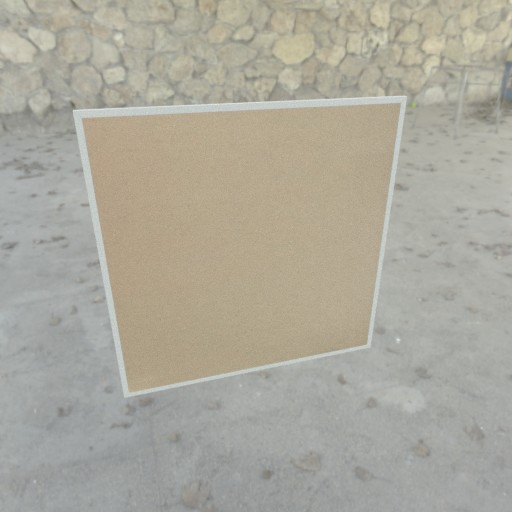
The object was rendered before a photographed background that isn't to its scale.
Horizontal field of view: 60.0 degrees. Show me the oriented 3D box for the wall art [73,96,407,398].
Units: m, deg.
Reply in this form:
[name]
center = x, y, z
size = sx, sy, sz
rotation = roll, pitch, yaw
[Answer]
[wall art]
center = 0.000, 0.000, 1.225
size = 0.809, 0.809, 0.012
rotation = -8, 28, -15
